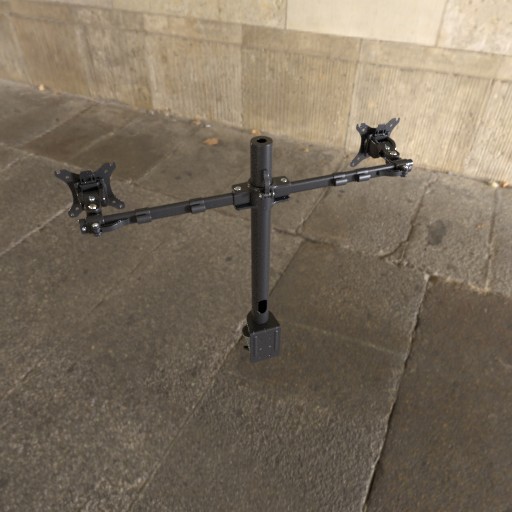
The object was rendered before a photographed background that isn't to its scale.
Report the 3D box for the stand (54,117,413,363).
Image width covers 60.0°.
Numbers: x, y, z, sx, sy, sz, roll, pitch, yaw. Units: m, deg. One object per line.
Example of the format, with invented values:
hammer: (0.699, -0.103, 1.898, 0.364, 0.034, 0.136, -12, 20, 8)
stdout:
stand: (0.000, 0.000, 1.024, 0.743, 0.603, 0.150, -13, 42, -14)
